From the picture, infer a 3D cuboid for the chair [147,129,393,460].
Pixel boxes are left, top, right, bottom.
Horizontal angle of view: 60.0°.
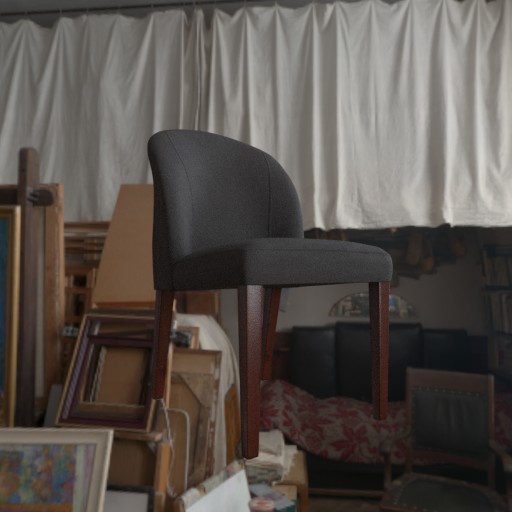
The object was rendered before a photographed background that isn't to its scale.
[{"bbox_3d":[0.000,0.000,1.295,0.506,0.879,0.619,1,-2,-35],"label":"chair"}]
